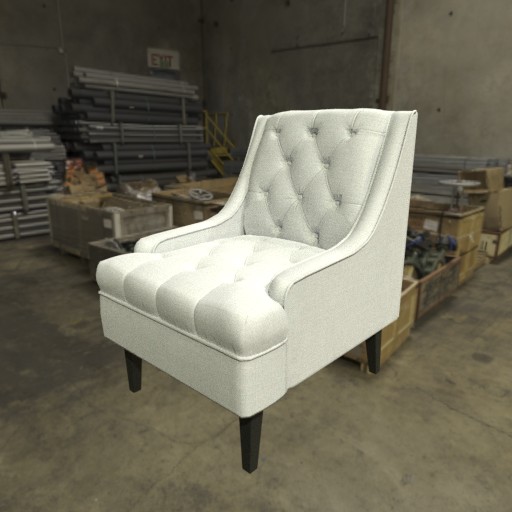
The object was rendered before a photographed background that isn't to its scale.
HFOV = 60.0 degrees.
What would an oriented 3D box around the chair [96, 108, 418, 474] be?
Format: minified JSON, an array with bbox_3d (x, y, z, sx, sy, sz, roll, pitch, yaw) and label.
[{"bbox_3d":[0.000,0.000,1.383,0.658,0.891,0.772,14,21,41],"label":"chair"}]
